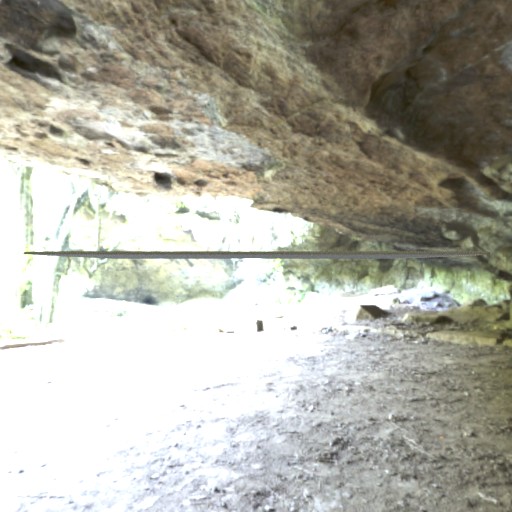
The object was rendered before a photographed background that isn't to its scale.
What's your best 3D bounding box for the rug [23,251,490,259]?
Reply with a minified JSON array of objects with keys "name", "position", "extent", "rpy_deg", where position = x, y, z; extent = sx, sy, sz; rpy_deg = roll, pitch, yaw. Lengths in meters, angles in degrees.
[{"name":"rug","position":[0.000,0.000,2.111],"extent":[1.676,0.013,1.067],"rpy_deg":[0,-1,0]}]
